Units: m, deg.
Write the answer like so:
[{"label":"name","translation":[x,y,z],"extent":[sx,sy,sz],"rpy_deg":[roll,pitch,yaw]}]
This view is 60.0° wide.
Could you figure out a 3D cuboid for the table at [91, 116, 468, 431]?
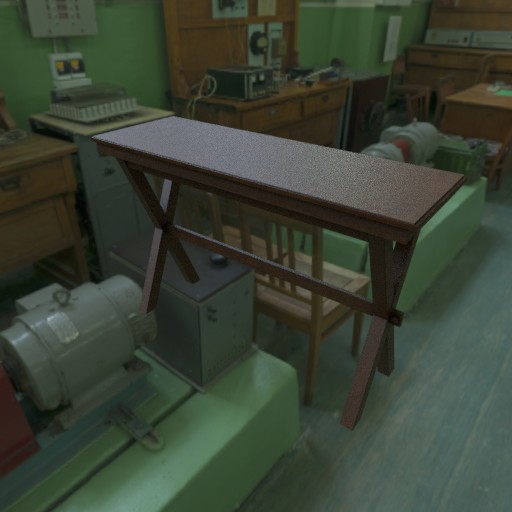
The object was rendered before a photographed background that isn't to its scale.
[{"label":"table","translation":[0.000,0.000,1.613],"extent":[1.197,0.763,0.399],"rpy_deg":[21,36,32]}]
